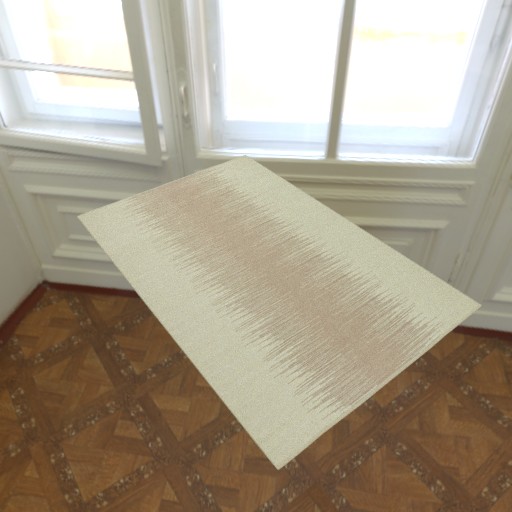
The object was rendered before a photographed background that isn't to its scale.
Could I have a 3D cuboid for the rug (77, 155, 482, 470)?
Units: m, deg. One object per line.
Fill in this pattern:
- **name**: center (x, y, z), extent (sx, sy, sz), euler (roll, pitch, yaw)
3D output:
- **rug**: center (0.000, 0.000, 2.328), extent (1.234, 0.006, 1.850), euler (-27, 47, -28)
